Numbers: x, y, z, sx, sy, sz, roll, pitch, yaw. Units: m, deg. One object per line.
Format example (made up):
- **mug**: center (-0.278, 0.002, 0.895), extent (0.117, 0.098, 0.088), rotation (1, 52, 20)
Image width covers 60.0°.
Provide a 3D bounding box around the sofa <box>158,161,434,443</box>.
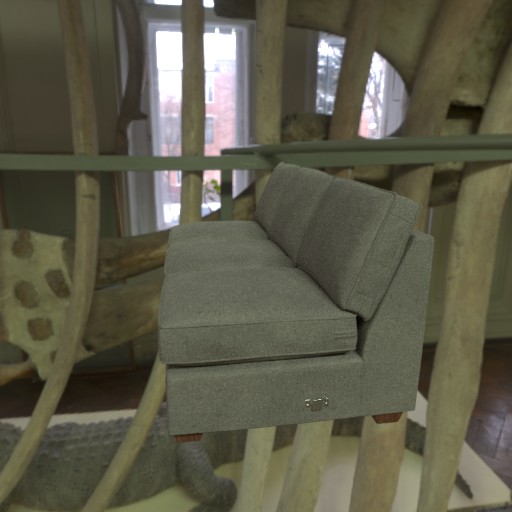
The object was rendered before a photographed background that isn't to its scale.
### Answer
- **sofa**: center (0.000, 0.000, 2.532), extent (1.027, 0.973, 1.962), rotation (-2, 15, -9)
